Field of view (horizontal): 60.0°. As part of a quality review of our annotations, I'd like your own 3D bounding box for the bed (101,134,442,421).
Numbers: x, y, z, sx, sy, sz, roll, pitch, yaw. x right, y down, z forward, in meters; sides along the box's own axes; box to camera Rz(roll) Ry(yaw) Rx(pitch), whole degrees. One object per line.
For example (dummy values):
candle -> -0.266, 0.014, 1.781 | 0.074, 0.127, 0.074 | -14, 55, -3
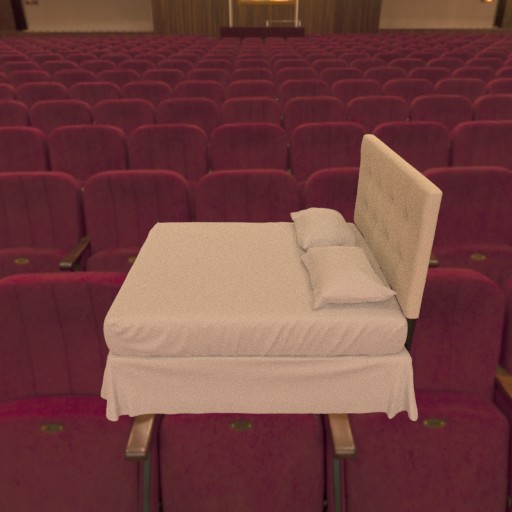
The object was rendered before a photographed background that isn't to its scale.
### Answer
bed -> 0.000, 0.000, 3.483 | 2.222, 1.577, 1.936 | 0, 26, 0
